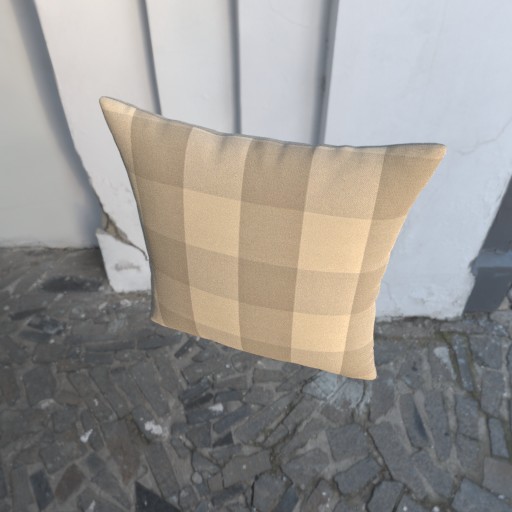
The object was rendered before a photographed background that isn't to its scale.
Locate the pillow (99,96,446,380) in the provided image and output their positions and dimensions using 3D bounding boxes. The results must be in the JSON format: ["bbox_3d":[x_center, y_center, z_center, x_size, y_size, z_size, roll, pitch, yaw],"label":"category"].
[{"bbox_3d":[0.000,0.000,0.786,0.511,0.509,0.161,12,42,14],"label":"pillow"}]
